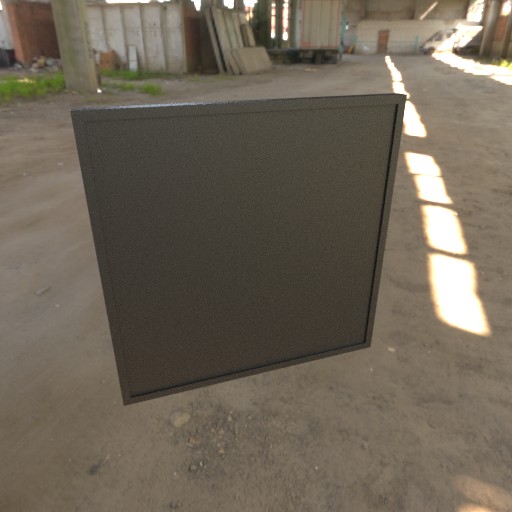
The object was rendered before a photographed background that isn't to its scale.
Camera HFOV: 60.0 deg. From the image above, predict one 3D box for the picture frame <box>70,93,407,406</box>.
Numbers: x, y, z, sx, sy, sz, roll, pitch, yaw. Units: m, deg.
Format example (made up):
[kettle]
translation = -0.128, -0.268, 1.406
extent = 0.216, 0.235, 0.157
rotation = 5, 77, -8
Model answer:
[picture frame]
translation = 0.000, 0.000, 1.162
extent = 0.775, 0.775, 0.032
rotation = -9, 28, -17
